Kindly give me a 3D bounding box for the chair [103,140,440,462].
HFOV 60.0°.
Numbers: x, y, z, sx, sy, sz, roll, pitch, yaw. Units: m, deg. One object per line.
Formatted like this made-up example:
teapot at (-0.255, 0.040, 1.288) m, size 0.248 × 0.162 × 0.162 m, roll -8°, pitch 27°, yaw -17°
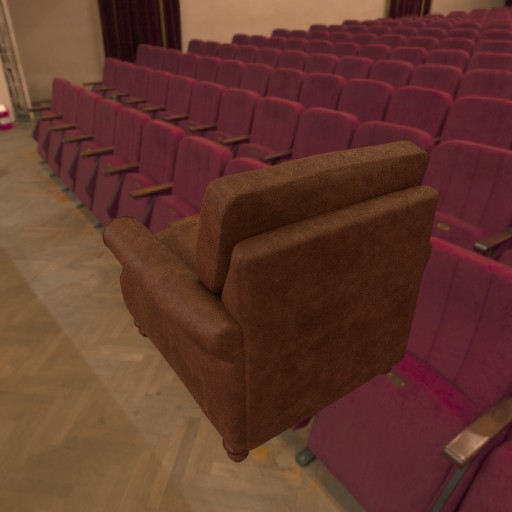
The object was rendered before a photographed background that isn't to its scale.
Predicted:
chair at (0.000, 0.000, 1.755) m, size 0.996 × 0.976 × 1.002 m, roll -19°, pitch 34°, yaw -30°
